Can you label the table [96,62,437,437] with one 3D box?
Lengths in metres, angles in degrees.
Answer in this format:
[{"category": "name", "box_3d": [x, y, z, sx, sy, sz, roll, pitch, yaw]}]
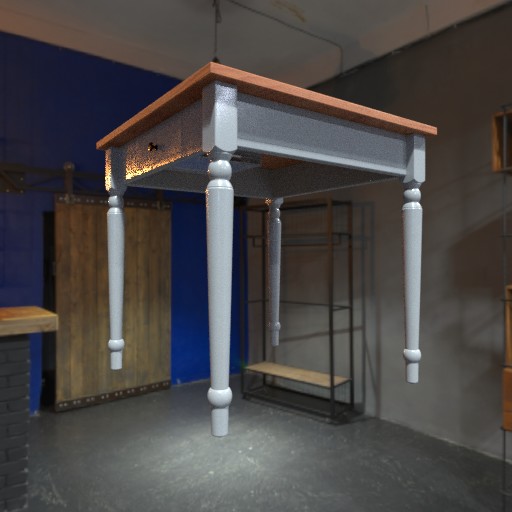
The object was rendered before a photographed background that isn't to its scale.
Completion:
[{"category": "table", "box_3d": [0.000, 0.000, 1.361, 0.747, 0.738, 0.747, 0, 0, -36]}]
